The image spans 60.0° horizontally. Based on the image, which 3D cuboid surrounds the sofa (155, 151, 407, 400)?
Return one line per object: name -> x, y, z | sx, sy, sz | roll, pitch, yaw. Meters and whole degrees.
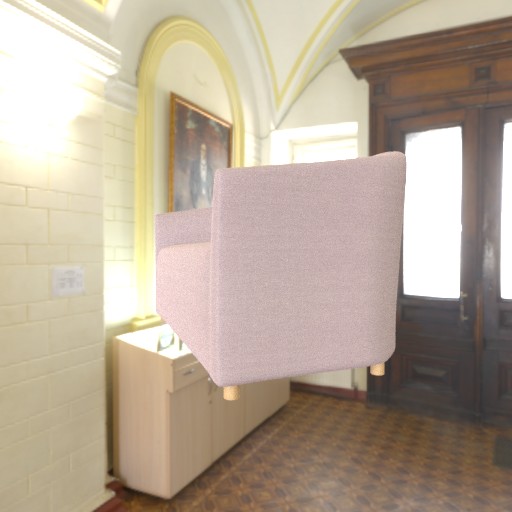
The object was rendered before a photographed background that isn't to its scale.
sofa -> 0.000, 0.000, 1.871 | 0.705, 0.721, 1.452 | 0, 1, -19
